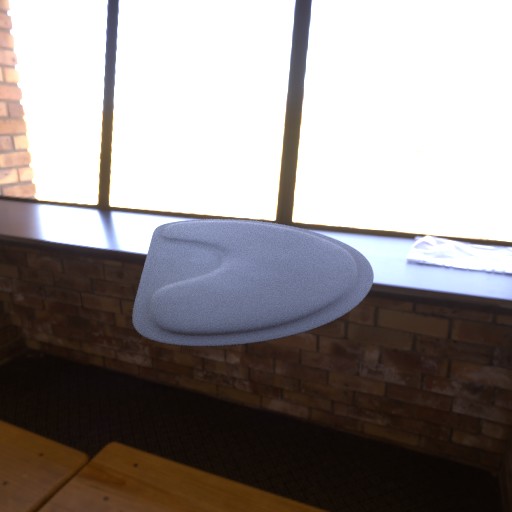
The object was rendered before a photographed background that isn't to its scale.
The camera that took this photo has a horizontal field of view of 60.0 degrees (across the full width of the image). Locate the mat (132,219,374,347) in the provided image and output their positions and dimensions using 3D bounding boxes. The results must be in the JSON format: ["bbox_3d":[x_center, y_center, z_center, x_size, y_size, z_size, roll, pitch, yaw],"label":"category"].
[{"bbox_3d":[0.000,0.000,1.876,0.913,0.013,1.524,-3,17,-9],"label":"mat"}]
